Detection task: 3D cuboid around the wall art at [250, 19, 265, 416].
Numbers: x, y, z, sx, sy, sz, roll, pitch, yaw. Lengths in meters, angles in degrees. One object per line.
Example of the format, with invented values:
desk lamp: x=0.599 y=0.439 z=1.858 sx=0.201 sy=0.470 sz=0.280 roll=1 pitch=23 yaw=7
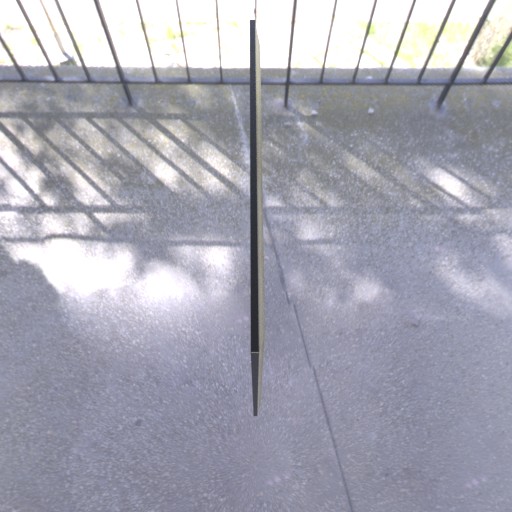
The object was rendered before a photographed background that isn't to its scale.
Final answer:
wall art: x=0.000 y=0.000 z=0.916 sx=0.018 sy=0.660 sz=0.559 roll=0 pitch=64 yaw=0
